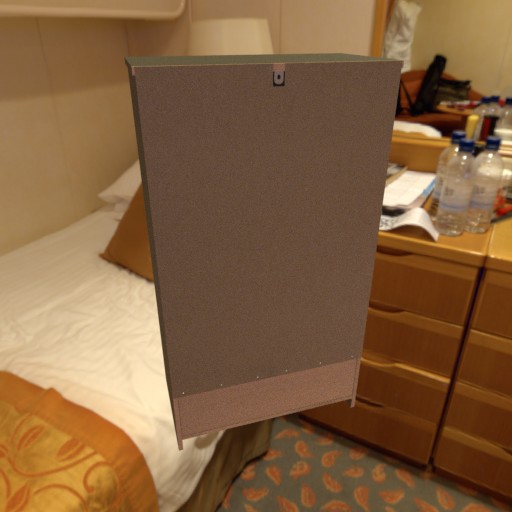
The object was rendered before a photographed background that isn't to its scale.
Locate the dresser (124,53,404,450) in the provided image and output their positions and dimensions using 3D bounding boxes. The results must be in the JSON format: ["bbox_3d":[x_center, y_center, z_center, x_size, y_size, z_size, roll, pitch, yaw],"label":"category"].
[{"bbox_3d":[0.000,0.000,1.538,0.704,1.255,0.399,-8,28,-15],"label":"dresser"}]
